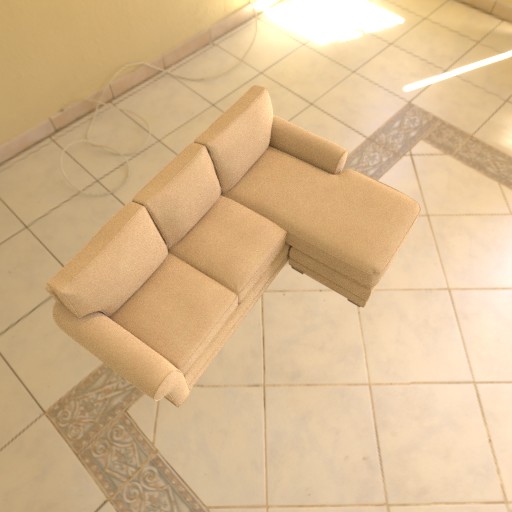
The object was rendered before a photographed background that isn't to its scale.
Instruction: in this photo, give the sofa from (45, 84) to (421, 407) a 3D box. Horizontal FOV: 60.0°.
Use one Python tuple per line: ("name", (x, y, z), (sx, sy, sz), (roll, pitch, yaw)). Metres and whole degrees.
("sofa", (0.000, 0.000, 2.368), (1.226, 0.734, 1.770), (30, 63, 17))
